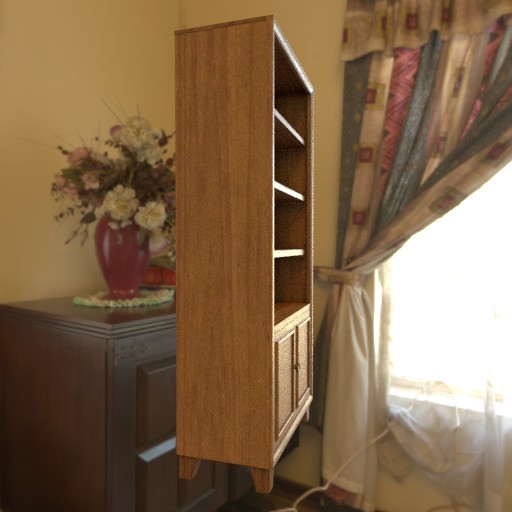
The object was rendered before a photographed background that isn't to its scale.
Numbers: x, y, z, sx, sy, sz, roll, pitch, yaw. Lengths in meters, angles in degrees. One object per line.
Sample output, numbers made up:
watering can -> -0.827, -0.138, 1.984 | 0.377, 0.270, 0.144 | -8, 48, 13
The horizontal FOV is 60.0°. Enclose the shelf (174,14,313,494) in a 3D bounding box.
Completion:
shelf -> 0.000, 0.000, 2.249 | 0.453, 1.930, 0.864 | 0, 1, 18
